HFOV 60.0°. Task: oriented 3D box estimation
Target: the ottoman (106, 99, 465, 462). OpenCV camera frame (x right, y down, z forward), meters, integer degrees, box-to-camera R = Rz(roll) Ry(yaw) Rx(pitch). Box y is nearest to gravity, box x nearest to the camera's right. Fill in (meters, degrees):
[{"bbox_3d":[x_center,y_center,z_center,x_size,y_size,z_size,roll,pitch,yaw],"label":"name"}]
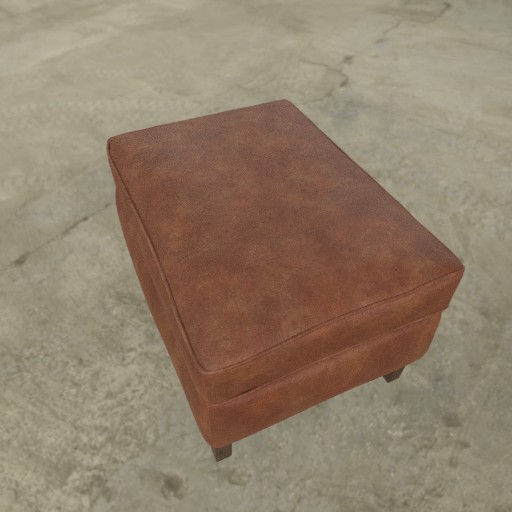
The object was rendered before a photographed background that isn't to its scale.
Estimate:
[{"bbox_3d":[0.000,0.000,0.972,0.501,0.418,0.665,-18,49,-17],"label":"ottoman"}]
